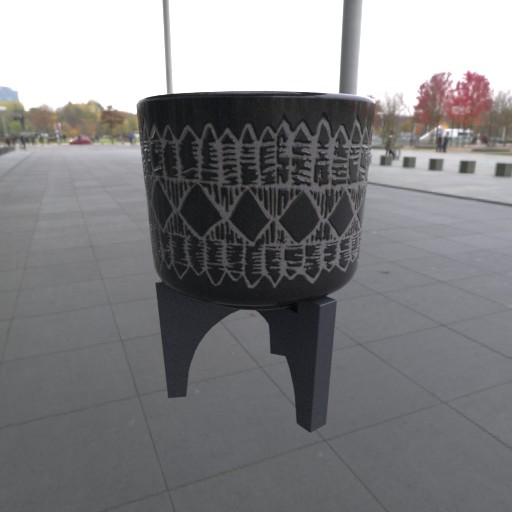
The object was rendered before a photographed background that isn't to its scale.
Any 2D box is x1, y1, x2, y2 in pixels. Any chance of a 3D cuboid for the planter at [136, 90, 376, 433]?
[{"bbox_3d":[0.000,0.000,0.269,0.129,0.177,0.129,0,15,0],"label":"planter"}]
